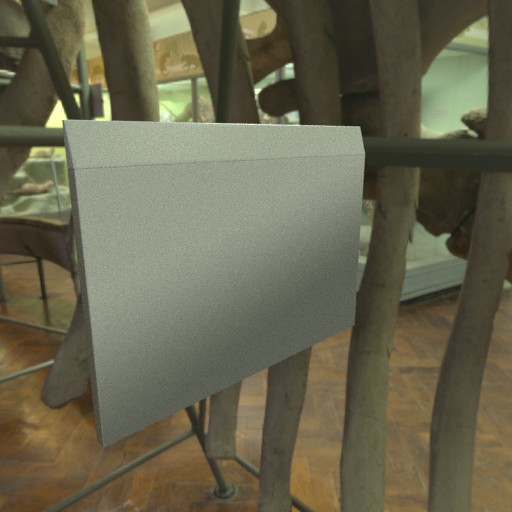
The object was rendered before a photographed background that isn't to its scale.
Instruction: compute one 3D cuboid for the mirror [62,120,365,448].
[{"bbox_3d":[0.000,0.000,1.104,0.870,0.630,0.030,-14,21,-42],"label":"mirror"}]
